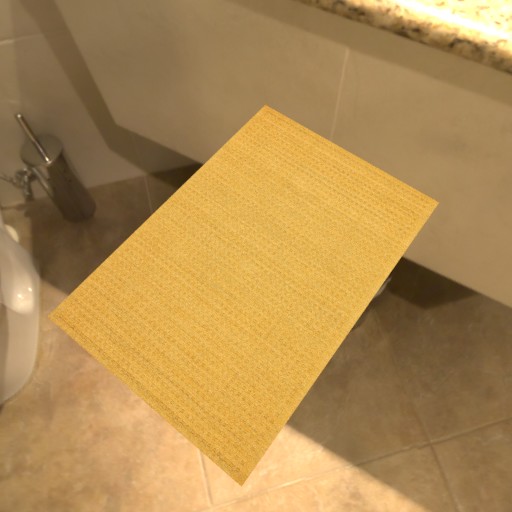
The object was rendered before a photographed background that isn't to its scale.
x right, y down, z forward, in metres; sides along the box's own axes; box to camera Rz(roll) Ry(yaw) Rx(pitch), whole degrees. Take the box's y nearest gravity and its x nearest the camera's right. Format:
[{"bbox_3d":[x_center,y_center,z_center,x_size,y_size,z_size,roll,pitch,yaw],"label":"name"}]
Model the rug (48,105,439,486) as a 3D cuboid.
[{"bbox_3d":[0.000,0.000,3.793,1.981,0.006,2.895,34,68,16],"label":"rug"}]
